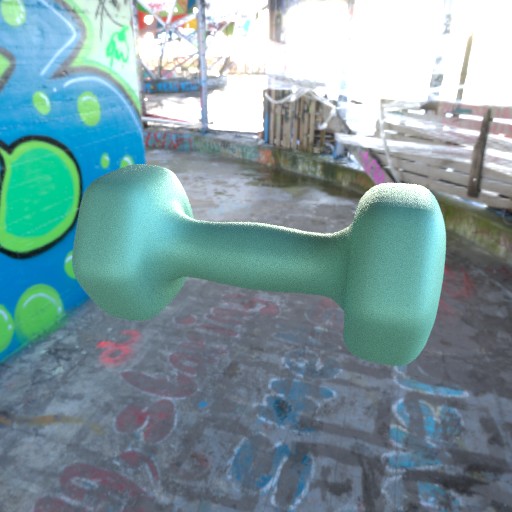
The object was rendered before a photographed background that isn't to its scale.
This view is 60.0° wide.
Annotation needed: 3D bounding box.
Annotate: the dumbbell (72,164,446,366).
[{"bbox_3d":[0.000,0.000,0.335,0.260,0.117,0.129,7,26,15],"label":"dumbbell"}]
